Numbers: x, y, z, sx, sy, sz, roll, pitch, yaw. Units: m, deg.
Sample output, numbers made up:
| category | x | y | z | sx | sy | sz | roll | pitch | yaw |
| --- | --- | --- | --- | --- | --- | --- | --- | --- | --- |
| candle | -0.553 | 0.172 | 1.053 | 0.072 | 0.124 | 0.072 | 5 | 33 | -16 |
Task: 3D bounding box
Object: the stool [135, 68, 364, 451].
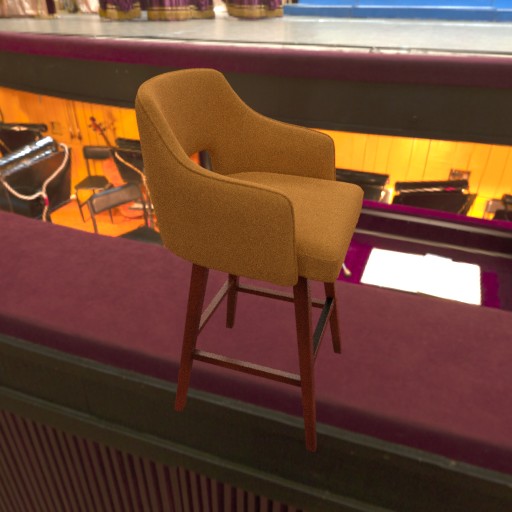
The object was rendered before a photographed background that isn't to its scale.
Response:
| category | x | y | z | sx | sy | sz | roll | pitch | yaw |
| --- | --- | --- | --- | --- | --- | --- | --- | --- | --- |
| stool | 0.000 | 0.000 | 1.352 | 0.558 | 1.012 | 0.548 | 10 | 32 | 16 |
